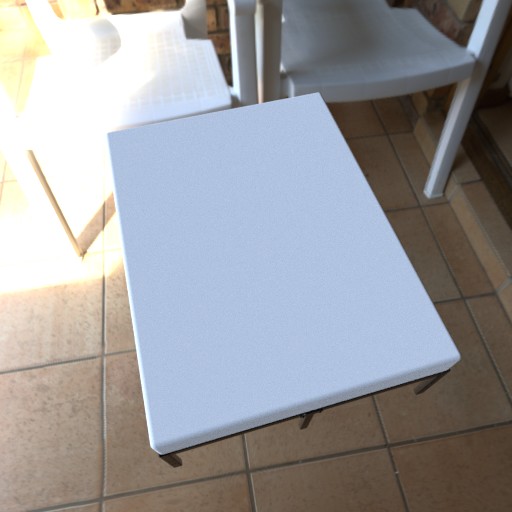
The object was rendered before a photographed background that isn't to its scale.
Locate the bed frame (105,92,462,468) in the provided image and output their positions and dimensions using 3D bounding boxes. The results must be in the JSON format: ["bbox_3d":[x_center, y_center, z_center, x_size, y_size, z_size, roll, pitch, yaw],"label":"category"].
[{"bbox_3d":[0.000,0.000,2.839,1.557,0.659,2.072,-14,60,-8],"label":"bed frame"}]
